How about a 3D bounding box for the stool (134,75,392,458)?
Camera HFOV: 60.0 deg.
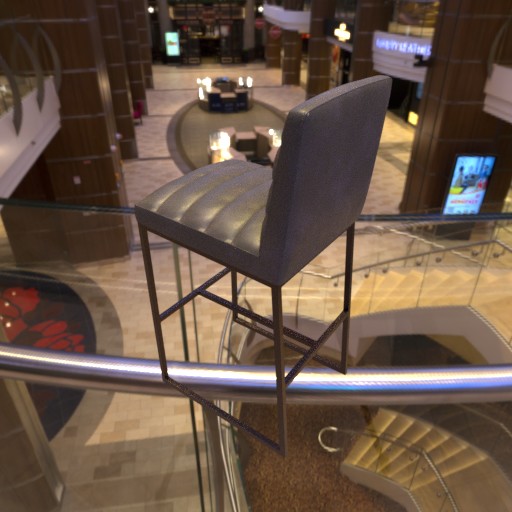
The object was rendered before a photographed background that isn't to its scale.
[{"bbox_3d":[0.000,0.000,1.378,0.562,1.065,0.463,21,37,30],"label":"stool"}]
